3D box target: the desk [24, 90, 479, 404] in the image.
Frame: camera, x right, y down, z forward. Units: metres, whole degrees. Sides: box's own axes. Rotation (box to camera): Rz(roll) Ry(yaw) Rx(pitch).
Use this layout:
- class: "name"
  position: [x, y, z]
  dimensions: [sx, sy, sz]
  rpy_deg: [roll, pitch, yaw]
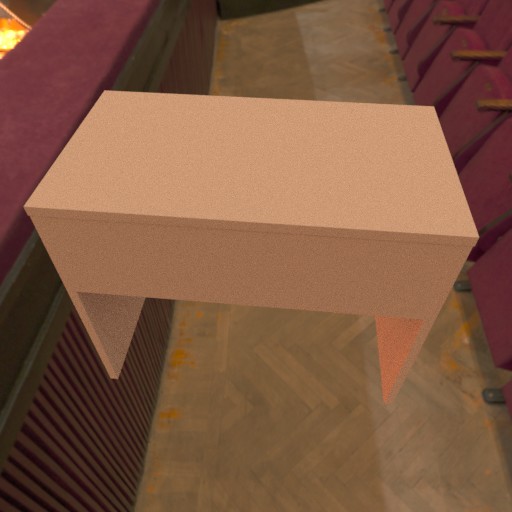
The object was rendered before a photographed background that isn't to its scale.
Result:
- class: "desk"
  position: [0.000, 0.000, 1.305]
  dimensions: [0.900, 0.729, 0.498]
  rpy_deg: [4, 47, 4]
